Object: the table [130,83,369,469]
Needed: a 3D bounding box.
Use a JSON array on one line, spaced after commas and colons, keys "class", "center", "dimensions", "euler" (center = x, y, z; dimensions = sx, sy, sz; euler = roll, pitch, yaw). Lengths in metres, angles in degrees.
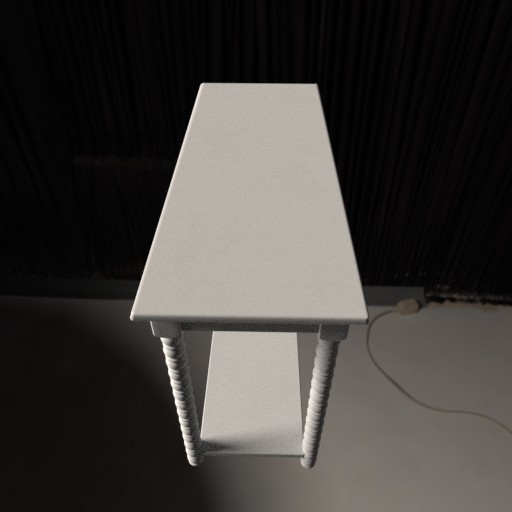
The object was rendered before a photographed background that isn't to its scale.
[{"class": "table", "center": [0.000, 0.000, 1.510], "dimensions": [0.459, 0.740, 1.184], "euler": [1, 41, 1]}]
